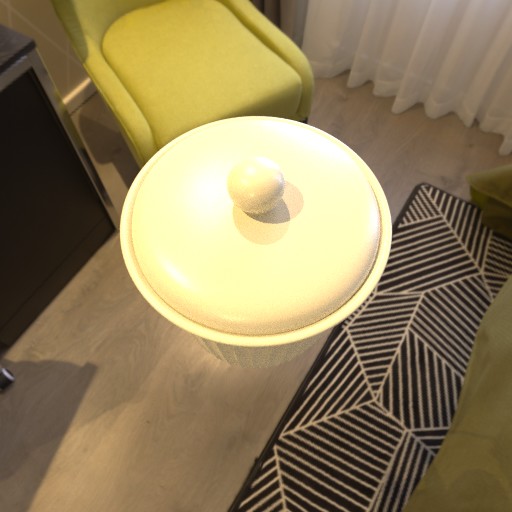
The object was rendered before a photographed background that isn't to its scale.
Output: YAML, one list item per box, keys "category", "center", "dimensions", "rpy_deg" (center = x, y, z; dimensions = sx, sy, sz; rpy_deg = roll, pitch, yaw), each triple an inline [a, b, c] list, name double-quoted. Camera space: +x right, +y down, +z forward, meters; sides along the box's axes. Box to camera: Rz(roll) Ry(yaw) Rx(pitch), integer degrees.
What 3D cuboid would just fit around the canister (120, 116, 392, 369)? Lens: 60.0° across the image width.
- category: "canister"
  center: [0.000, 0.000, 0.349]
  dimensions: [0.181, 0.211, 0.181]
  rpy_deg: [0, 62, 0]
